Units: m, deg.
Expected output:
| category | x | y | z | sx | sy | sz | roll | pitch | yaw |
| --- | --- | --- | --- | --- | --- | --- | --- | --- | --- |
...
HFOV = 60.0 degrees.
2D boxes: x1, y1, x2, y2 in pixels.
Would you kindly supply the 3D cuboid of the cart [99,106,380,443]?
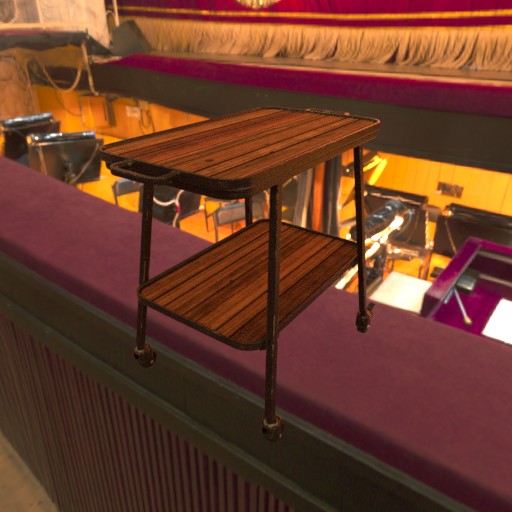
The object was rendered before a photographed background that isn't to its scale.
| category | x | y | z | sx | sy | sz | roll | pitch | yaw |
| --- | --- | --- | --- | --- | --- | --- | --- | --- | --- |
| cart | 0.000 | 0.000 | 1.271 | 0.515 | 0.700 | 0.806 | 19 | 33 | 31 |
